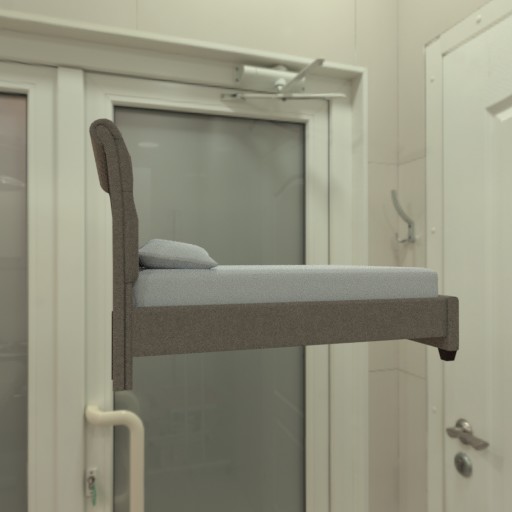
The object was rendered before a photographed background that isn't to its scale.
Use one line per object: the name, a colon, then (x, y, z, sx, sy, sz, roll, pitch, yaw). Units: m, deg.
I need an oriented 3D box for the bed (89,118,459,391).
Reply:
bed: (0.000, 0.000, 3.307, 2.252, 1.371, 1.645, 0, 0, -18)
